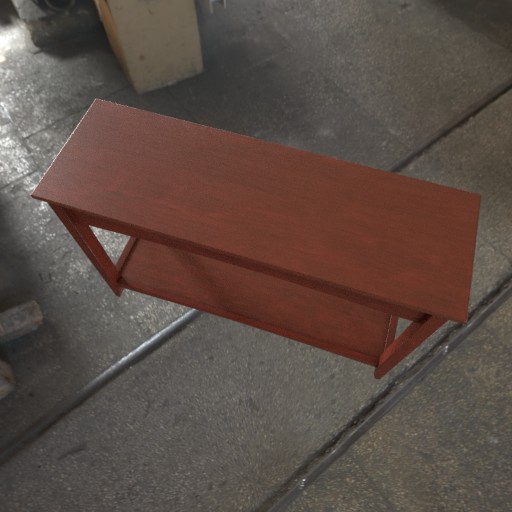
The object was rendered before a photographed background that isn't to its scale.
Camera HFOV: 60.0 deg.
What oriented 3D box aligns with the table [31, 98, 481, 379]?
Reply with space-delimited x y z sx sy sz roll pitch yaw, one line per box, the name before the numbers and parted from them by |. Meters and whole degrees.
table | 0.000 0.000 1.553 1.188 0.739 0.392 16 64 8
